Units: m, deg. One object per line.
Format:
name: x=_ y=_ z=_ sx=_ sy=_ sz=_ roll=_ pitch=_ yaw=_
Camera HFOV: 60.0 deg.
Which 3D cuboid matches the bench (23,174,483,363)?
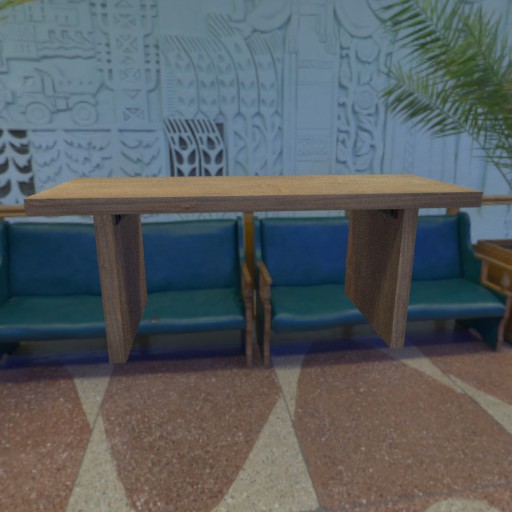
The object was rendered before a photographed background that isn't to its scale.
bench: x=0.000 y=0.000 z=1.417 sx=1.183 sy=0.458 sz=0.458 roll=-2 pitch=16 yaw=-6
